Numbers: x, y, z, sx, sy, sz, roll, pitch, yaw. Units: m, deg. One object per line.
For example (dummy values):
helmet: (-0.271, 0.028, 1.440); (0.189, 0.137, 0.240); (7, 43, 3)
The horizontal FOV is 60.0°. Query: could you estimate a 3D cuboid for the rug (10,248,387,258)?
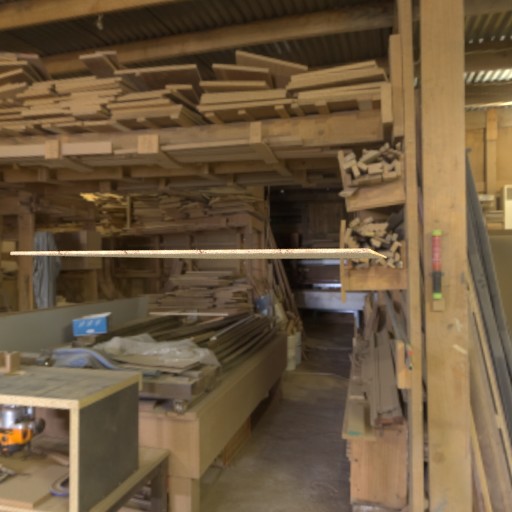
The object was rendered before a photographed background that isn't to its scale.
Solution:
rug: (0.000, 0.000, 2.797); (1.528, 0.014, 2.292); (0, -1, 18)
